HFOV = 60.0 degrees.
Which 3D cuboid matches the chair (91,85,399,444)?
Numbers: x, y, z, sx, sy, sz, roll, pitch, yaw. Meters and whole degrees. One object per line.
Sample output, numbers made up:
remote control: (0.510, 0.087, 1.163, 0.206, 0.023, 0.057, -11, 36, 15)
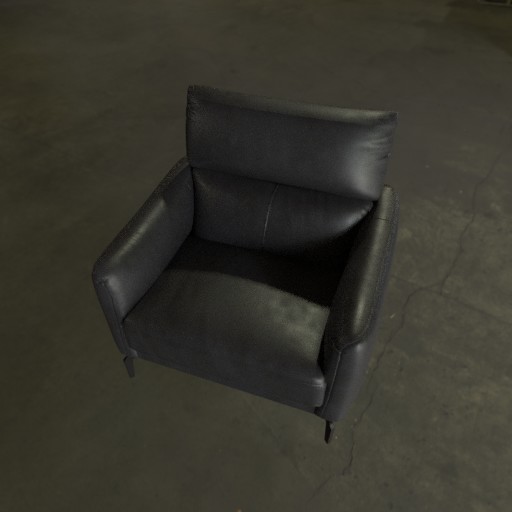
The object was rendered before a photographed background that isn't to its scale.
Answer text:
chair: (0.000, 0.000, 1.668, 0.976, 0.949, 0.809, 13, 43, 14)
